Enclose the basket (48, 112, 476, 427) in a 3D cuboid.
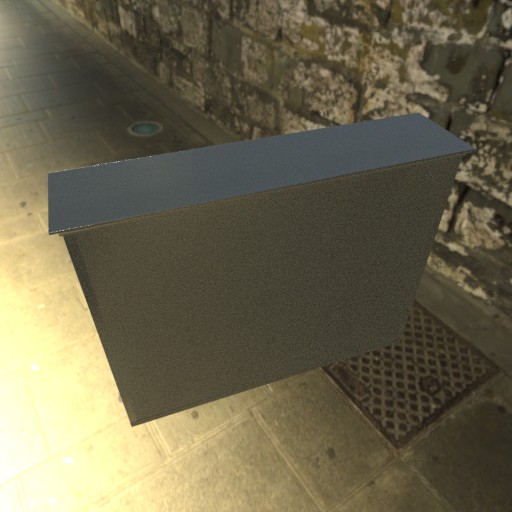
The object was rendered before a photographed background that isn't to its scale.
[{"bbox_3d":[0.000,0.000,1.077,0.780,0.600,0.350,-13,42,-15],"label":"basket"}]
